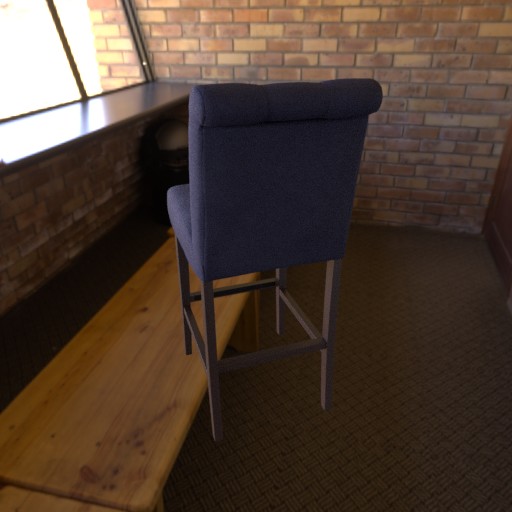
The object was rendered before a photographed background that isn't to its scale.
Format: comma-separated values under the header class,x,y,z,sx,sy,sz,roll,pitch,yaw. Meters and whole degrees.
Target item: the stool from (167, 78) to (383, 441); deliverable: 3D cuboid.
class,x,y,z,sx,sy,sz,roll,pitch,yaw
stool,0.000,0.000,1.481,0.493,1.140,0.601,-9,29,-17
